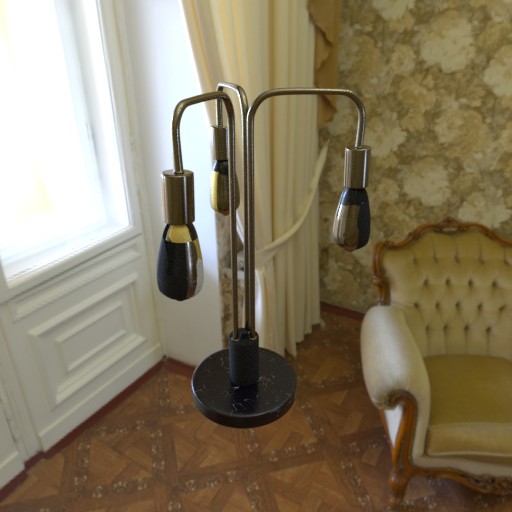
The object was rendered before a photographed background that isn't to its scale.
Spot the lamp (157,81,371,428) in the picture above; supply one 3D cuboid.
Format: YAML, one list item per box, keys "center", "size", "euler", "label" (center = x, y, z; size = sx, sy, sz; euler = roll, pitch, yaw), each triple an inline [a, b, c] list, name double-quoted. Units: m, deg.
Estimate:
- center: [0.000, 0.000, 0.781]
  size: [0.355, 0.560, 0.368]
  euler: [-7, 26, -14]
  label: "lamp"
